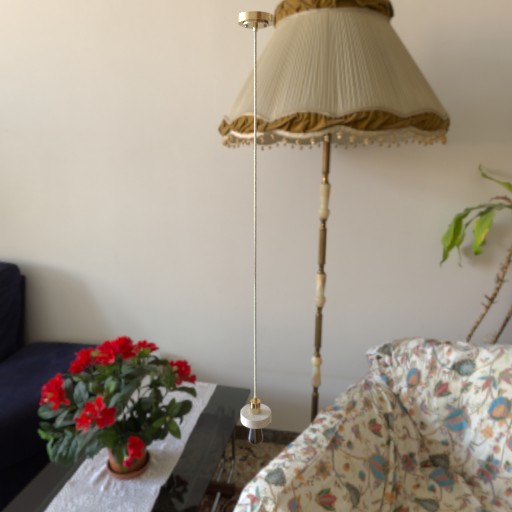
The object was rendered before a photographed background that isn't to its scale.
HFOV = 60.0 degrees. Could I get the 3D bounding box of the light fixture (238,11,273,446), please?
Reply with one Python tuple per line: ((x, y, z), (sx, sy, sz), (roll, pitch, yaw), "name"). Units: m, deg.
((0.000, 0.000, 1.700), (0.129, 1.669, 0.129), (-6, 15, -24), "light fixture")
